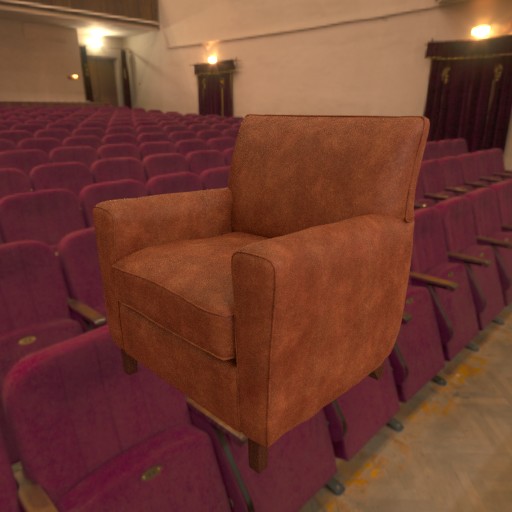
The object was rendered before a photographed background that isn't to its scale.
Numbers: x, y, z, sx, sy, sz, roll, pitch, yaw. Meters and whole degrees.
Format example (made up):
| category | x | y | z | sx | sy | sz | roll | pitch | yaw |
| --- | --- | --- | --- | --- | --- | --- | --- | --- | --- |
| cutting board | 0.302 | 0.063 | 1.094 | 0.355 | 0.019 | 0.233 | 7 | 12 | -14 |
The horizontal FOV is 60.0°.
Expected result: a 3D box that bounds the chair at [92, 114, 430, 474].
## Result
| category | x | y | z | sx | sy | sz | roll | pitch | yaw |
| --- | --- | --- | --- | --- | --- | --- | --- | --- | --- |
| chair | 0.000 | 0.000 | 1.560 | 0.870 | 0.943 | 0.823 | 17 | 25 | 42 |
